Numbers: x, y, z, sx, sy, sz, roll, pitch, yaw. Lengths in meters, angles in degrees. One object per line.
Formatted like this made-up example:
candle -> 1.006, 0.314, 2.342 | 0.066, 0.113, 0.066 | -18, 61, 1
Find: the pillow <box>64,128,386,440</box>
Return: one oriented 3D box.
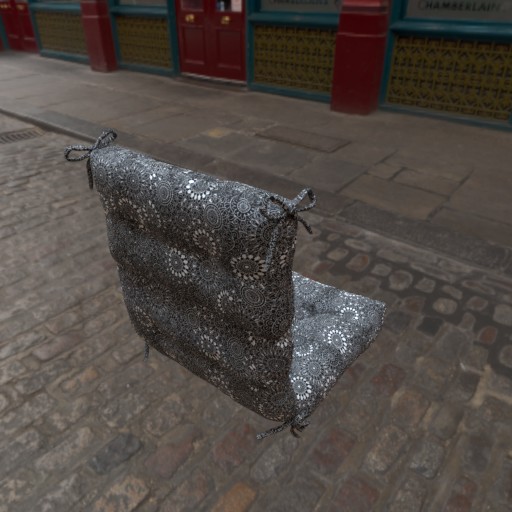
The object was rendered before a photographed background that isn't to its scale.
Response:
pillow -> 0.000, 0.000, 1.034 | 0.519, 0.605, 0.571 | 22, 37, 32
